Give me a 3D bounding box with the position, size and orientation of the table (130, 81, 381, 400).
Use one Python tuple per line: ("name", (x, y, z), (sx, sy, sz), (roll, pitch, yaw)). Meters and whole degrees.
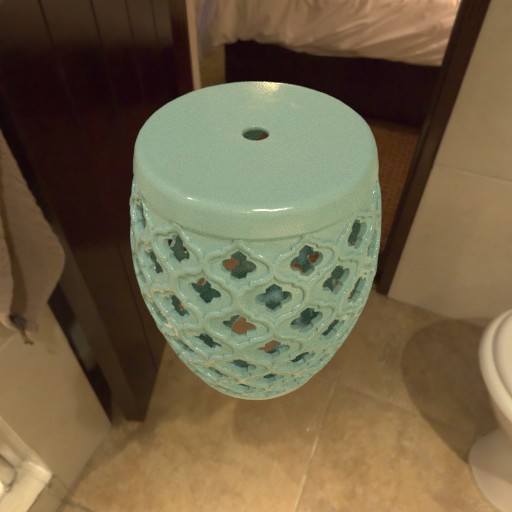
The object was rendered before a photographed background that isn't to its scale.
("table", (0.000, 0.000, 0.621), (0.325, 0.388, 0.325), (0, 46, 0))
